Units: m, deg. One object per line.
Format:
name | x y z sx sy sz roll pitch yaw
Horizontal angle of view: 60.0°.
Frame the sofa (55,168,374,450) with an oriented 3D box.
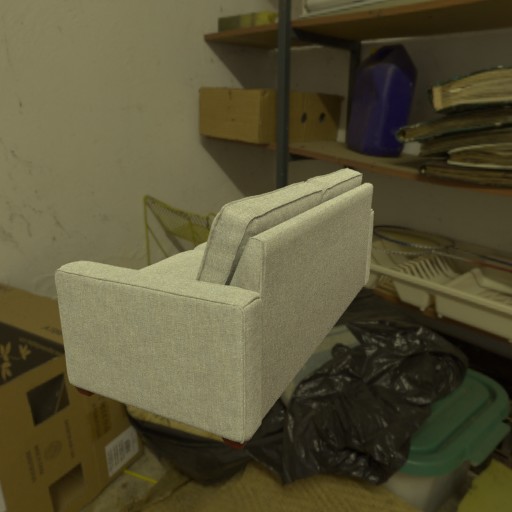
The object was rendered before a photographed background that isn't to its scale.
sofa | 0.000 0.000 2.604 0.945 0.918 2.078 8 18 25
